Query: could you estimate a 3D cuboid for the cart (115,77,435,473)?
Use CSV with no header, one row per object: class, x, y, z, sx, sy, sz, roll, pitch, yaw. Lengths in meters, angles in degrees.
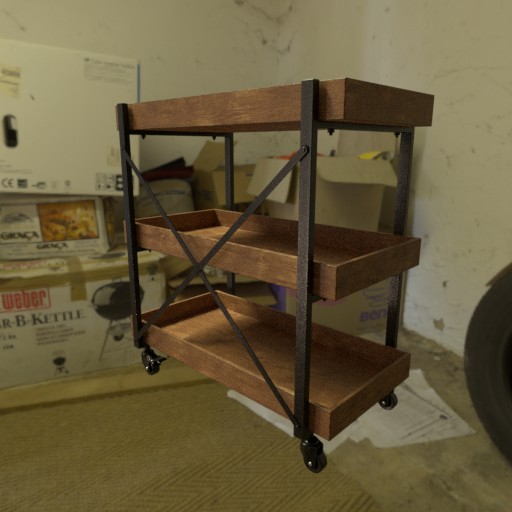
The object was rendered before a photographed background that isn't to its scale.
cart,0.000,0.000,1.204,0.750,0.800,0.411,13,19,42
